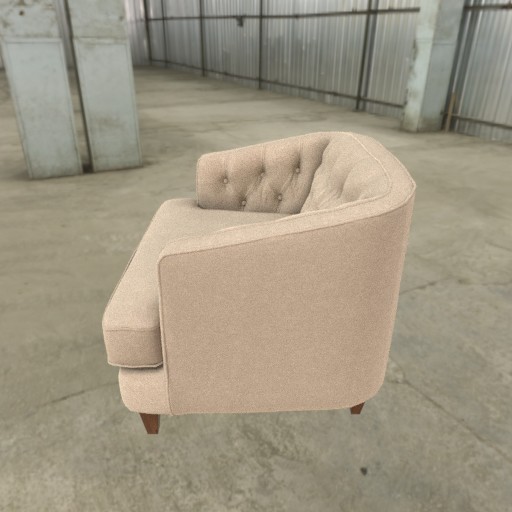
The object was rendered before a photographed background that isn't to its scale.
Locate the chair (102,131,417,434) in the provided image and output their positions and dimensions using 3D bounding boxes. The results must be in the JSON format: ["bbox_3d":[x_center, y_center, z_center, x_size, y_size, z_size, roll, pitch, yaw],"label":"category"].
[{"bbox_3d":[0.000,0.000,1.753,0.941,0.852,1.104,0,27,0],"label":"chair"}]
